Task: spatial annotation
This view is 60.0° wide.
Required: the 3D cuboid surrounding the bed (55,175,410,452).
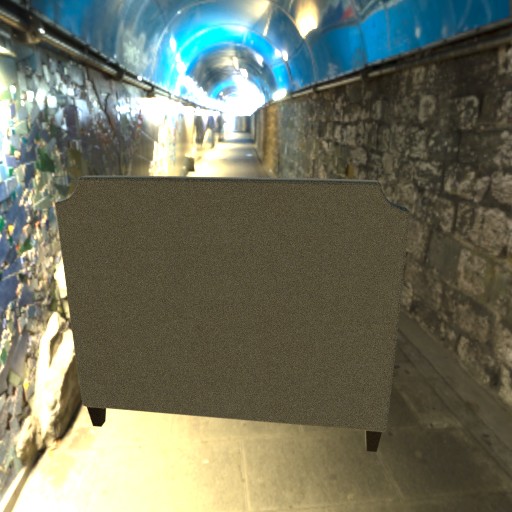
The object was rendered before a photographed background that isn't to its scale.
[{"bbox_3d":[0.000,0.000,3.394,1.713,1.457,2.381,2,17,7],"label":"bed"}]
